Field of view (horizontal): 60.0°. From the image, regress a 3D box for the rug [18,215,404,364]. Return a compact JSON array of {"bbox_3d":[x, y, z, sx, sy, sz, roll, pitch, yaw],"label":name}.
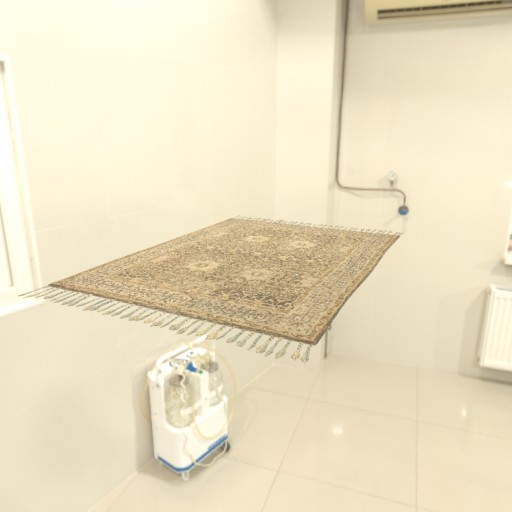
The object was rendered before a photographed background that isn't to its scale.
[{"bbox_3d":[0.000,0.000,3.063,1.619,0.023,2.465,8,18,25],"label":"rug"}]
